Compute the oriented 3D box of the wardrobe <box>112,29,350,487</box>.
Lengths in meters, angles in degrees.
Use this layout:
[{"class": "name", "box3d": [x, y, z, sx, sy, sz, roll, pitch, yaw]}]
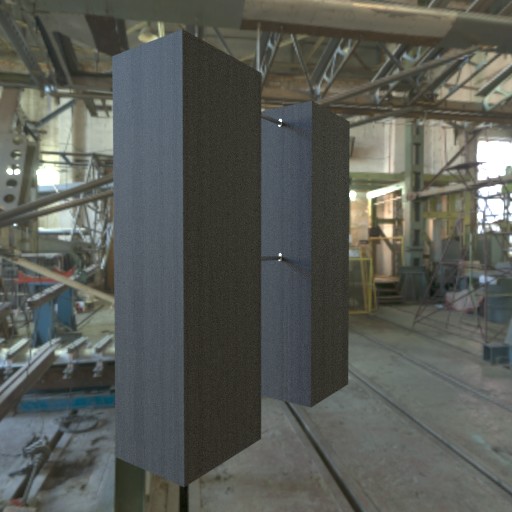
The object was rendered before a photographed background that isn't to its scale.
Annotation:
[{"class": "wardrobe", "box3d": [0.000, 0.000, 2.794, 0.480, 2.000, 1.770, 1, 2, 35]}]
